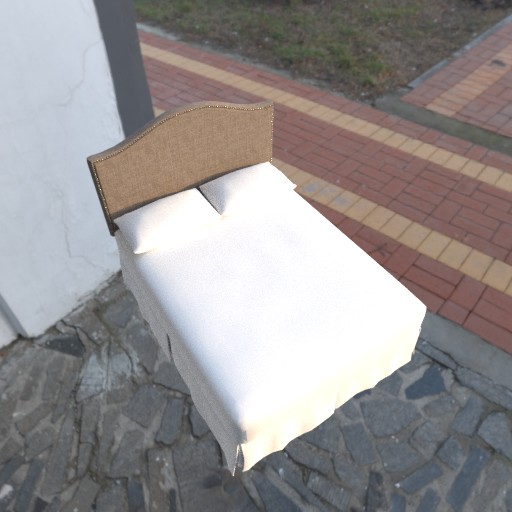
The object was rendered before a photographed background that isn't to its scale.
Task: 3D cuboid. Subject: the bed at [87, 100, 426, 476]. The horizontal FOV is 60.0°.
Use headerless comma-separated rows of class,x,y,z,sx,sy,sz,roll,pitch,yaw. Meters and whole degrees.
bed,0.000,0.000,3.341,1.713,1.518,2.153,-25,51,-22
